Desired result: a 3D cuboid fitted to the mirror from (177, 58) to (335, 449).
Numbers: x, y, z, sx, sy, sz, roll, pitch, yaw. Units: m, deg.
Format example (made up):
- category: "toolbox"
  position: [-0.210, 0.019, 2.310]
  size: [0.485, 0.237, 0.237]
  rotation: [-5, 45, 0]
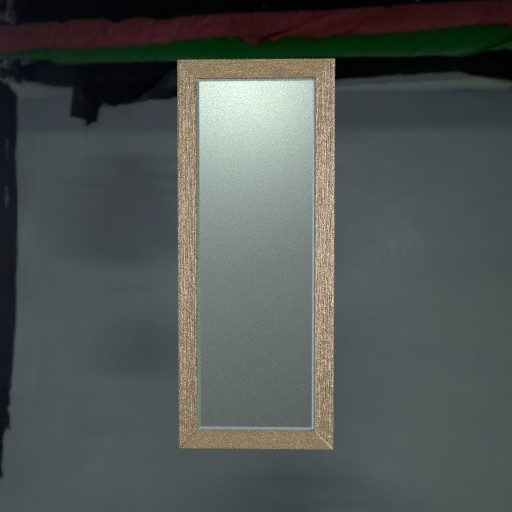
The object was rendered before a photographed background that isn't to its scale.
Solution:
- category: "mirror"
  position: [0.000, 0.000, 2.324]
  size: [0.812, 2.031, 0.026]
  rotation: [0, 1, 1]
